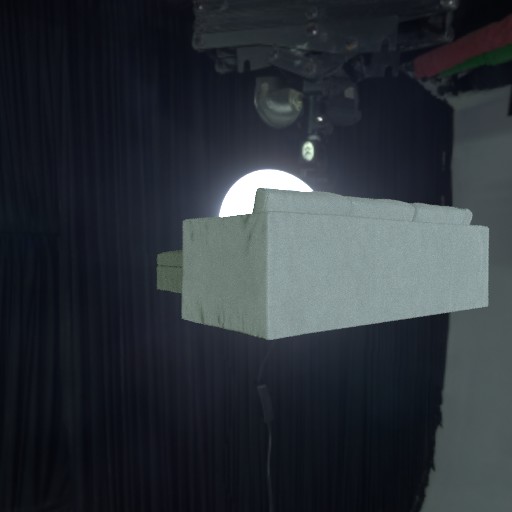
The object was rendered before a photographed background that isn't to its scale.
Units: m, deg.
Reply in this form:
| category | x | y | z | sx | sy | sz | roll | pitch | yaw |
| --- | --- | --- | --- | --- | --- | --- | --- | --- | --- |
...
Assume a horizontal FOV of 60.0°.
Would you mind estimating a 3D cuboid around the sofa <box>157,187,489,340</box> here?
| category | x | y | z | sx | sy | sz | roll | pitch | yaw |
| --- | --- | --- | --- | --- | --- | --- | --- | --- | --- |
| sofa | 0.000 | 0.000 | 4.431 | 2.440 | 0.869 | 3.434 | 0 | 1 | -37 |
